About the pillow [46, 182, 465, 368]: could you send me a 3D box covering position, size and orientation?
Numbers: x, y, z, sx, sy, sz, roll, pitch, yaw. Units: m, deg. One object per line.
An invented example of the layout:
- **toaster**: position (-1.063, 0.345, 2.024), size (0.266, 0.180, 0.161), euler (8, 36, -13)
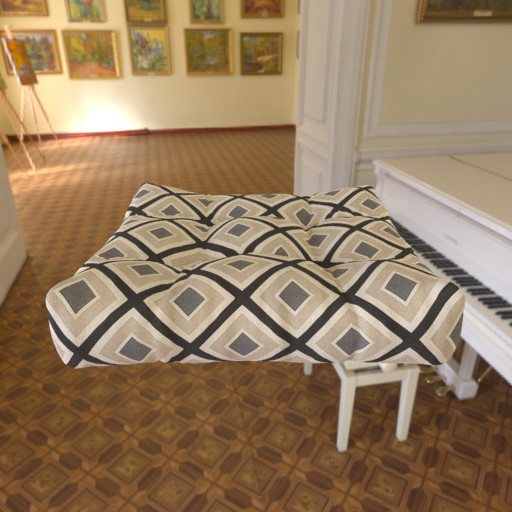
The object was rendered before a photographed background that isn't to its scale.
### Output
- **pillow**: position (0.000, 0.000, 0.717), size (0.490, 0.128, 0.468), euler (0, 25, 0)
